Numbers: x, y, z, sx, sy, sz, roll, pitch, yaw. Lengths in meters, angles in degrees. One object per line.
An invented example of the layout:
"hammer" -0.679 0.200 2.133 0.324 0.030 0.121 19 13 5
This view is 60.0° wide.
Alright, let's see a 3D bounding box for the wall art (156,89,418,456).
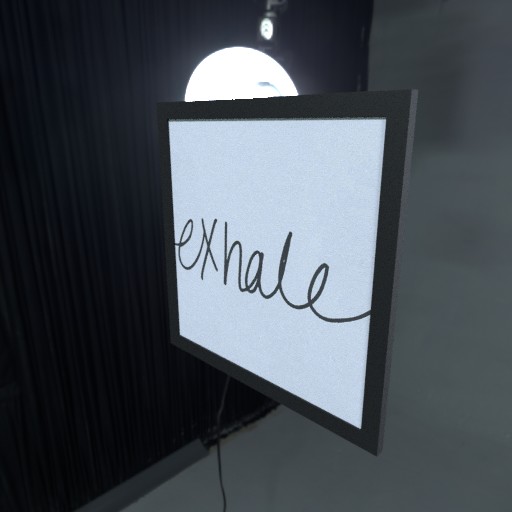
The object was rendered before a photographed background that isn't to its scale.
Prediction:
"wall art" 0.000 0.000 0.530 0.358 0.357 0.012 15 22 41
